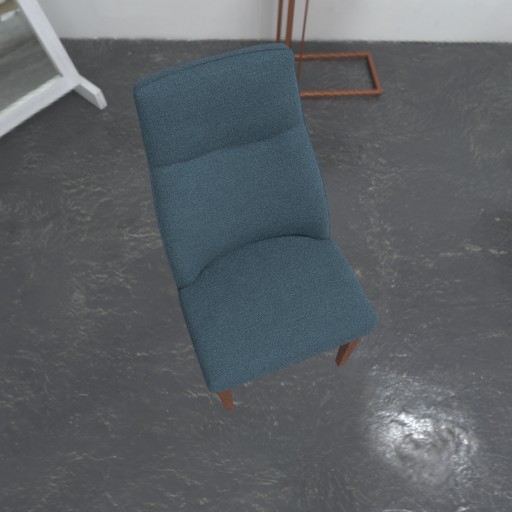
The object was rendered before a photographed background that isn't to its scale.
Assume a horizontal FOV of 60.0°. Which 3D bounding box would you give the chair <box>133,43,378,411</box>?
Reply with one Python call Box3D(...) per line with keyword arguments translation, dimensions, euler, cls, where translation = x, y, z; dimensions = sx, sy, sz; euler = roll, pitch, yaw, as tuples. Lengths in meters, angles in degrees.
Box3D(translation=(0.000, 0.000, 1.280), dimensions=(0.500, 0.930, 0.620), euler=(-19, 65, -9), cls="chair")
